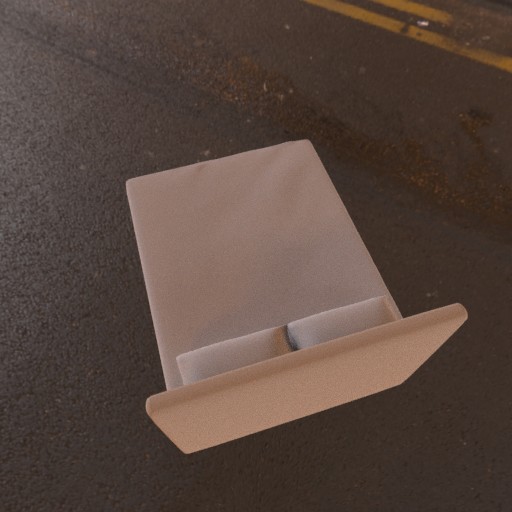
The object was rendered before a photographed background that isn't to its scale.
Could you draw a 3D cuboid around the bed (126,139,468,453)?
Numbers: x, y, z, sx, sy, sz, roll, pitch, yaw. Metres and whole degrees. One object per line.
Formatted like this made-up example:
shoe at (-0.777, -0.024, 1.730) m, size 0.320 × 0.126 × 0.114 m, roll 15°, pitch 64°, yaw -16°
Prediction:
bed at (0.000, 0.000, 3.225) m, size 1.748 × 1.330 × 2.142 m, roll -15°, pitch 60°, yaw -9°
